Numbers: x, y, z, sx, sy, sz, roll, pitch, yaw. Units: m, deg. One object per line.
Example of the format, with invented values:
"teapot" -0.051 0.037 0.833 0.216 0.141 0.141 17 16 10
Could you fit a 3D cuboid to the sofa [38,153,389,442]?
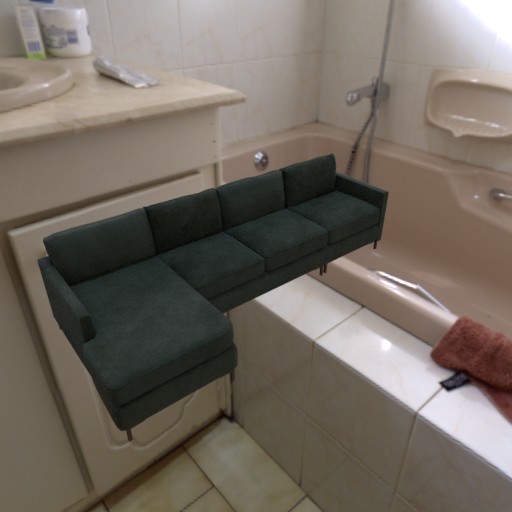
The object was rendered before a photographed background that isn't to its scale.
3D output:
"sofa" 0.000 0.000 4.060 3.400 0.967 1.500 -22 38 -32
